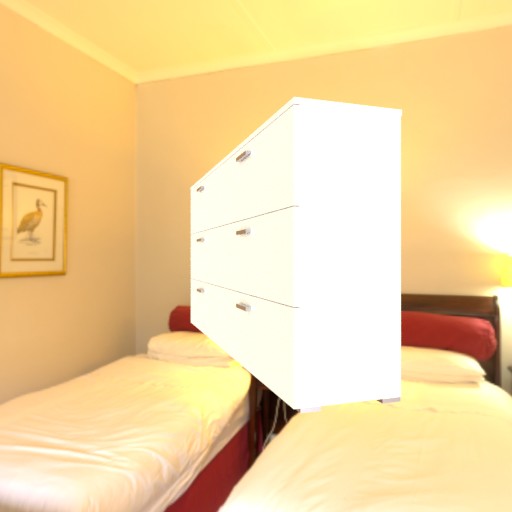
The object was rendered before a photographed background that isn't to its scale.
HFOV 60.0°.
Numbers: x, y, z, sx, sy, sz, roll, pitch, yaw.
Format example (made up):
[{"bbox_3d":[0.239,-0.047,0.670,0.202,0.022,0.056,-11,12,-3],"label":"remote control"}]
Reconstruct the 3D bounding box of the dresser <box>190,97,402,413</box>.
[{"bbox_3d":[0.000,0.000,1.878,0.333,0.790,1.535,0,0,-18],"label":"dresser"}]
